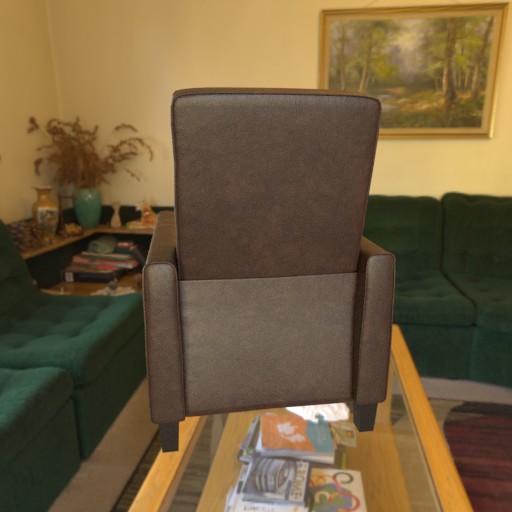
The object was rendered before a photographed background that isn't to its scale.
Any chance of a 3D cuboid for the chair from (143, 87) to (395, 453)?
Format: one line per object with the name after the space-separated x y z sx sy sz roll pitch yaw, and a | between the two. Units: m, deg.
0.000 0.000 1.513 0.705 1.013 0.746 -2 15 -9 | chair
